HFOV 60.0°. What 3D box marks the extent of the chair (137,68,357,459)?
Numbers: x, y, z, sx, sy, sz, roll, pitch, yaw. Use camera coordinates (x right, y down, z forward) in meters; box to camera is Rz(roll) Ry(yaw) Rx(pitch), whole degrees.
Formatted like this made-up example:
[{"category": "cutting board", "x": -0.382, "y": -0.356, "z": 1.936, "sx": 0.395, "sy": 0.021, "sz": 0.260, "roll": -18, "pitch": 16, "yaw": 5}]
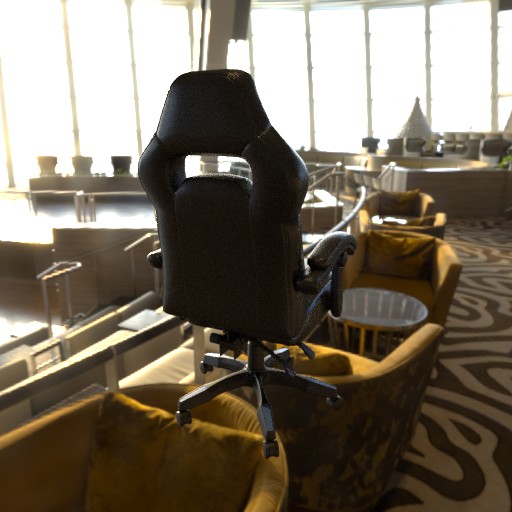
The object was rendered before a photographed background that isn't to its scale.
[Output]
[{"category": "chair", "x": 0.000, "y": 0.000, "z": 1.721, "sx": 0.700, "sy": 1.280, "sz": 0.700, "roll": 8, "pitch": 17, "yaw": 26}]
